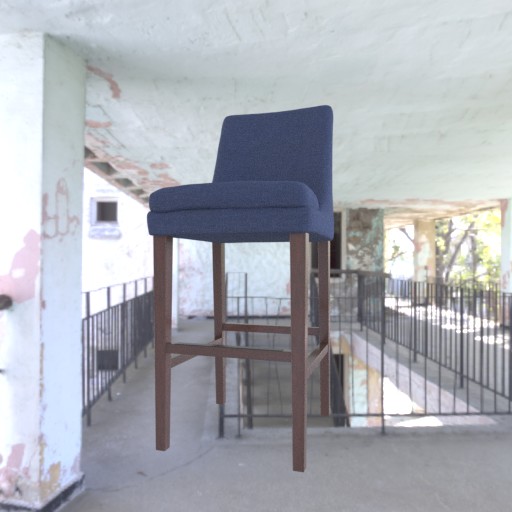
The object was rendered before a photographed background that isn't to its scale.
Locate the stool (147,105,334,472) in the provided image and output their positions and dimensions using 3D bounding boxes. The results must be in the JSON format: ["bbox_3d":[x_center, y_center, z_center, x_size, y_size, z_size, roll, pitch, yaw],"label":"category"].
[{"bbox_3d":[0.000,0.000,1.409,0.470,1.078,0.577,0,-1,18],"label":"stool"}]
